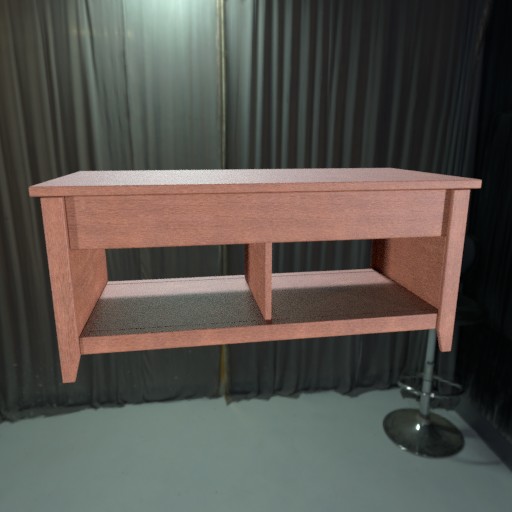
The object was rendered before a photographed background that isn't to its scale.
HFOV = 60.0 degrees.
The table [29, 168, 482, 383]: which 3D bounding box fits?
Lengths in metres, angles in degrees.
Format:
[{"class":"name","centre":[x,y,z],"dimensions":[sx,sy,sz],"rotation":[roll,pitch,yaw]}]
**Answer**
[{"class":"table","centre":[0.000,0.000,1.266],"dimensions":[1.016,0.457,0.483],"rotation":[-2,15,-9]}]
